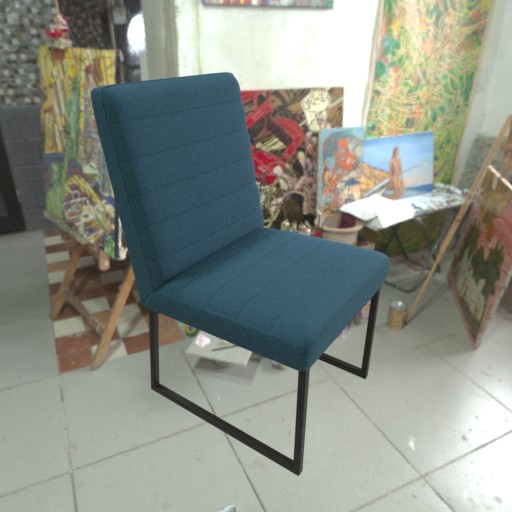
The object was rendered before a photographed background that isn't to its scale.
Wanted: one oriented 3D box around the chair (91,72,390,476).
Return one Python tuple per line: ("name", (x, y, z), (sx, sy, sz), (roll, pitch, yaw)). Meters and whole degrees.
("chair", (0.000, 0.000, 1.272), (0.634, 0.930, 0.520), (18, 32, 31))
